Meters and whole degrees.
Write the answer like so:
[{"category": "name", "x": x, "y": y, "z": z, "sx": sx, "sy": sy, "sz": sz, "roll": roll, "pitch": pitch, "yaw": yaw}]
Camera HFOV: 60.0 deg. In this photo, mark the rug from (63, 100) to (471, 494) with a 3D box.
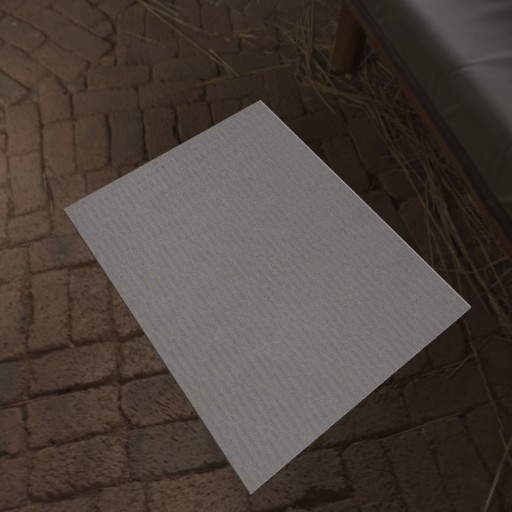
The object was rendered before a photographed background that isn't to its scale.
[{"category": "rug", "x": 0.000, "y": 0.000, "z": 4.092, "sx": 2.410, "sy": 0.021, "sz": 3.055, "roll": -34, "pitch": 68, "yaw": -15}]
